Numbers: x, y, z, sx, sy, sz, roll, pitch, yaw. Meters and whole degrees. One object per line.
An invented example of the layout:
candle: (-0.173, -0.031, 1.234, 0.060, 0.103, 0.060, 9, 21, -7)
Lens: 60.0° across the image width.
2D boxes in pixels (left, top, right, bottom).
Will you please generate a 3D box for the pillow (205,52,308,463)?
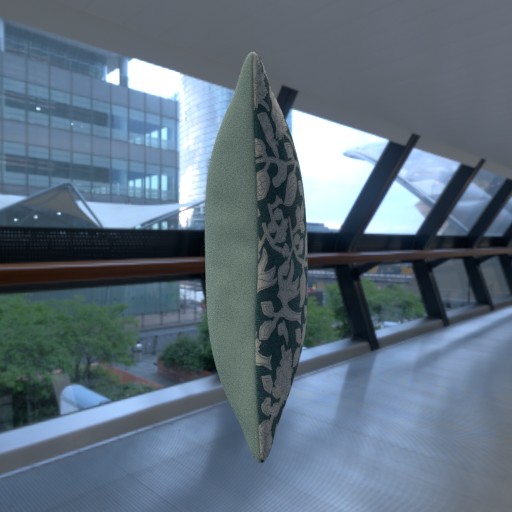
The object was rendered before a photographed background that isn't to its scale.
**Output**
pillow: (0.000, 0.000, 0.803, 0.166, 0.508, 0.525, 0, 0, 0)
